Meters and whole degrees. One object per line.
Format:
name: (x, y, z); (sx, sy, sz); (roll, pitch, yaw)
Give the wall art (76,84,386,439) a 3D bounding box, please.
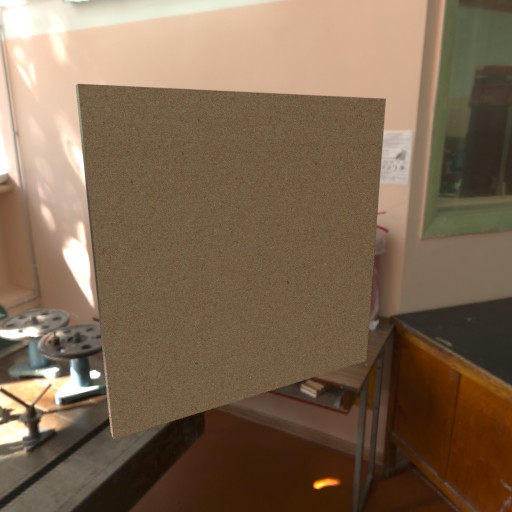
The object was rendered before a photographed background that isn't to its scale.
wall art: (0.000, 0.000, 1.120); (0.773, 0.775, 0.031); (-8, 18, -28)
